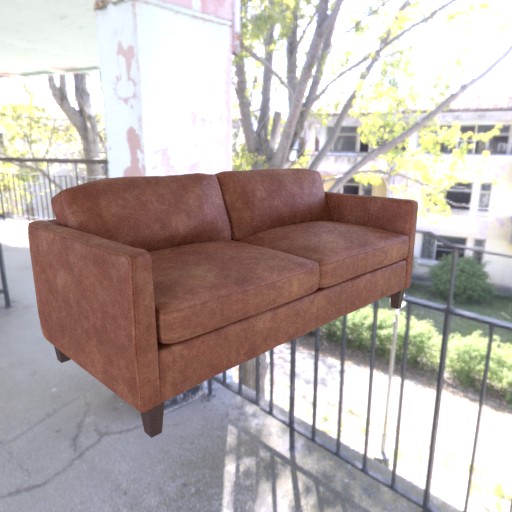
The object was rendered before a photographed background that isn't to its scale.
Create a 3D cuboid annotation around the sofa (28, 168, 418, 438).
[{"bbox_3d":[0.000,0.000,2.365,0.923,0.863,1.971,14,20,43],"label":"sofa"}]
